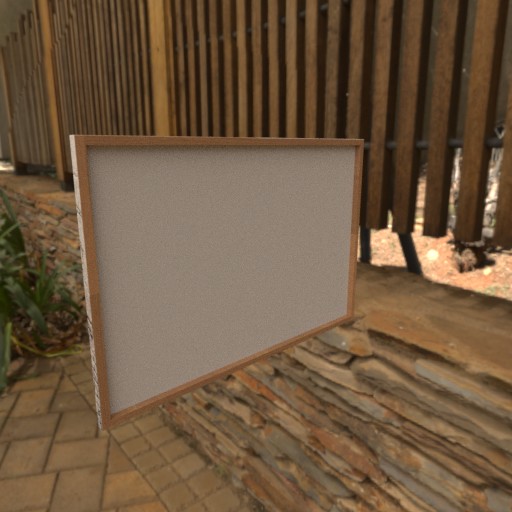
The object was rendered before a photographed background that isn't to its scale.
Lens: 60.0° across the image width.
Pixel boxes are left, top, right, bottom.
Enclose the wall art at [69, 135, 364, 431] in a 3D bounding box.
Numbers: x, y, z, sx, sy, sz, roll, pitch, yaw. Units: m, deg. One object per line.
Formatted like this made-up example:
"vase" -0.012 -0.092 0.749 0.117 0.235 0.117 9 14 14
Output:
"wall art" 0.000 0.000 1.178 0.914 0.607 0.023 -13 19 -41
